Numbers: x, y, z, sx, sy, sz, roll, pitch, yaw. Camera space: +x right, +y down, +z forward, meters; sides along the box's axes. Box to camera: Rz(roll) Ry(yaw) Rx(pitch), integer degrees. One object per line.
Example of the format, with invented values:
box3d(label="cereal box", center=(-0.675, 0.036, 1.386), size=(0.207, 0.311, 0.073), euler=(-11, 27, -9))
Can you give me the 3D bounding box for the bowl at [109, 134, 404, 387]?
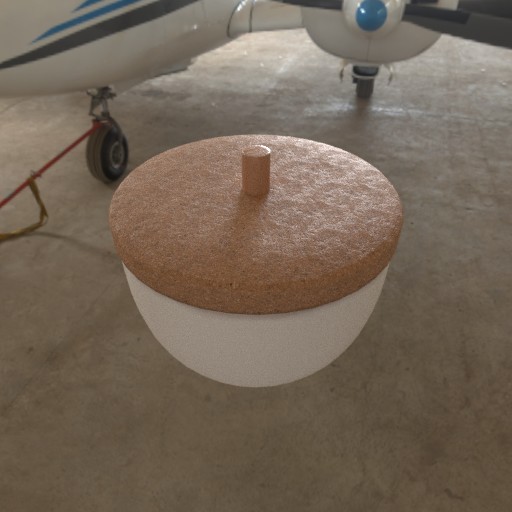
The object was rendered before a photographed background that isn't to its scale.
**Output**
box3d(label="bowl", center=(0.000, 0.000, 0.217), size=(0.126, 0.110, 0.126), euler=(0, 39, 0))
